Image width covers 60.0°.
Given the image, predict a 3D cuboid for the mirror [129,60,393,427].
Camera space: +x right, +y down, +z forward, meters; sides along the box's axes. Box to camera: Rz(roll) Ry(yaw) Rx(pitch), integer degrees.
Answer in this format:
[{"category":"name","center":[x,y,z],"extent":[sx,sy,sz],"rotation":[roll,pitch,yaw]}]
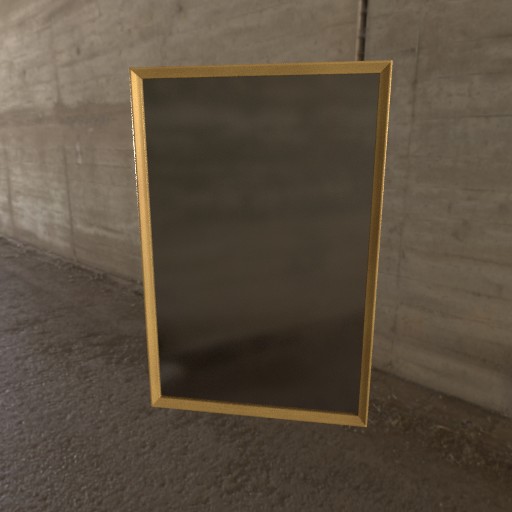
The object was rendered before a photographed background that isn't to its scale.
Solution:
[{"category":"mirror","center":[0.000,0.000,1.144],"extent":[0.609,0.915,0.041],"rotation":[2,14,9]}]
